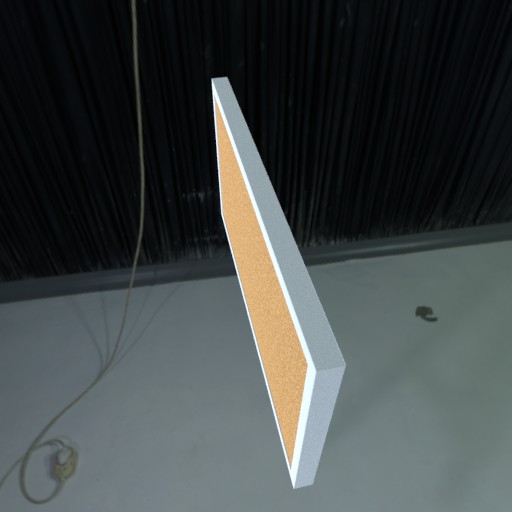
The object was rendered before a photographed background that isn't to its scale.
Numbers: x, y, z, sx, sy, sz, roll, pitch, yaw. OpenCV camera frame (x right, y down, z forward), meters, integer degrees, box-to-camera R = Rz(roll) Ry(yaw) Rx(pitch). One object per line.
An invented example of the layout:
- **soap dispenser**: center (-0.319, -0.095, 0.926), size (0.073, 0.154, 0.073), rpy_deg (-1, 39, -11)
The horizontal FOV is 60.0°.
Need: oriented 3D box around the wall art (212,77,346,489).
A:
- **wall art**: center (0.000, 0.000, 0.957), size (0.038, 0.431, 0.812), rpy_deg (-9, 46, -9)
